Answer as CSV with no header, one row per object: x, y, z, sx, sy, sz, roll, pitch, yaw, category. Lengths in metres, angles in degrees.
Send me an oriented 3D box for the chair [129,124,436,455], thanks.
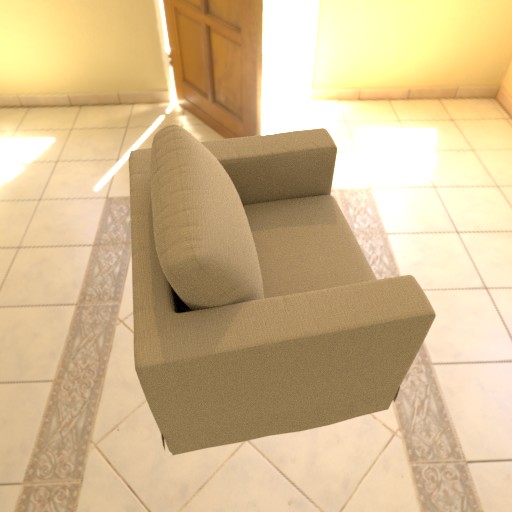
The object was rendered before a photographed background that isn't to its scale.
0.000,0.000,1.826,0.957,0.878,1.150,-9,48,-8,chair
